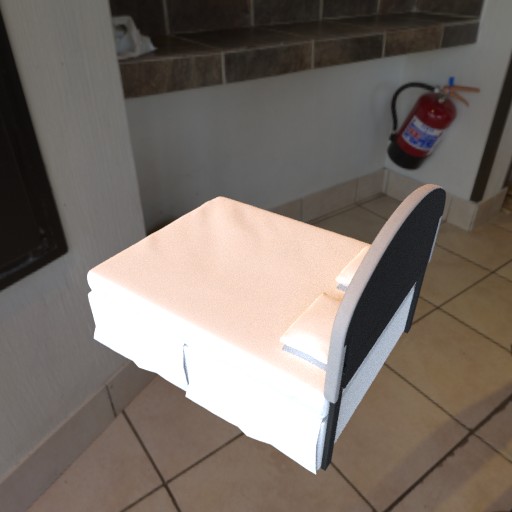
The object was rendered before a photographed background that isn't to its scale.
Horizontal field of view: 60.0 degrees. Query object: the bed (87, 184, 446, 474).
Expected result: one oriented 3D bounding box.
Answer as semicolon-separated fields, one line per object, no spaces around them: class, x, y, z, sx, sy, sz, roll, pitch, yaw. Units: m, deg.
bed;0.000;0.000;3.104;2.005;1.410;1.607;21;39;29
